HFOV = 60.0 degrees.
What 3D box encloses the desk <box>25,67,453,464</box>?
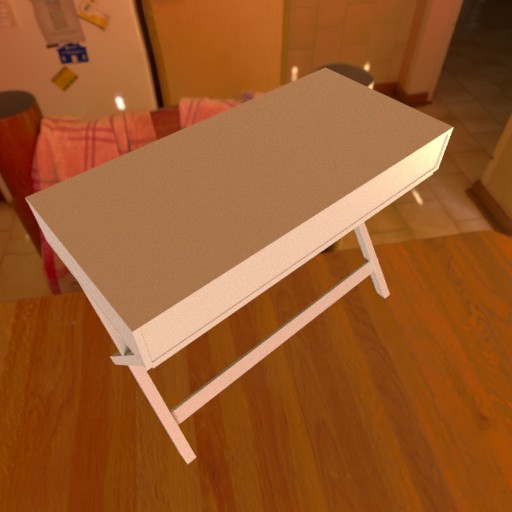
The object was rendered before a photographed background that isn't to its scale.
[{"bbox_3d":[0.000,0.000,1.469,1.057,0.780,0.525,-33,56,-26],"label":"desk"}]
